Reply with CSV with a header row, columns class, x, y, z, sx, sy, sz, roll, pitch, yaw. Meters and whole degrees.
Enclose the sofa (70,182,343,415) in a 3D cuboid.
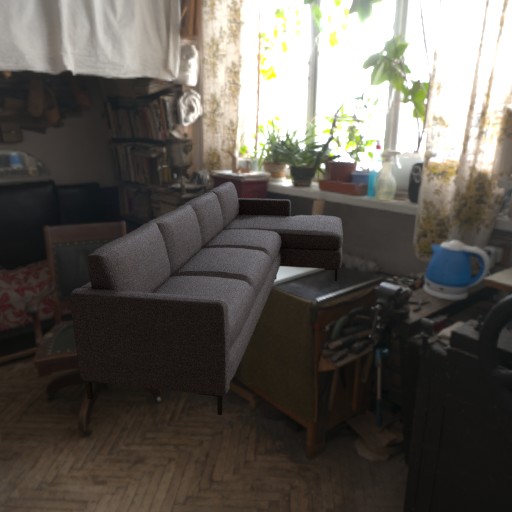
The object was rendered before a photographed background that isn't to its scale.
class,x,y,z,sx,sy,sz,roll,pitch,yaw
sofa,0.000,0.000,3.803,1.483,0.892,3.221,3,17,10
